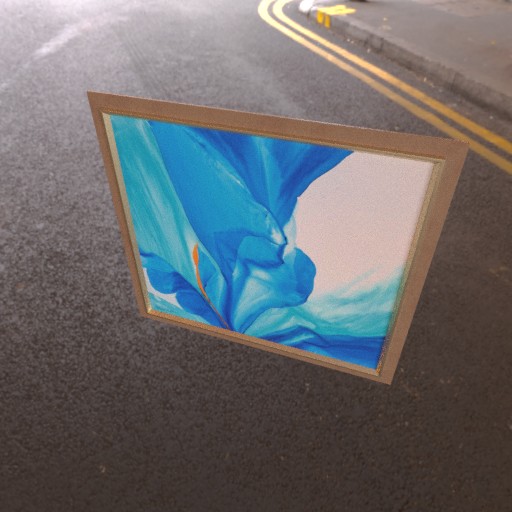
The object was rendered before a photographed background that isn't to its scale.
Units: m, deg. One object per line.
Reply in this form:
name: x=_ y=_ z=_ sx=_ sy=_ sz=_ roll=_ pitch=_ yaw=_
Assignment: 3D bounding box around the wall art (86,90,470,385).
wall art: x=0.000 y=0.000 z=1.629 sx=1.168 sy=1.067 sz=0.025 roll=12 pitch=41 yaw=15
